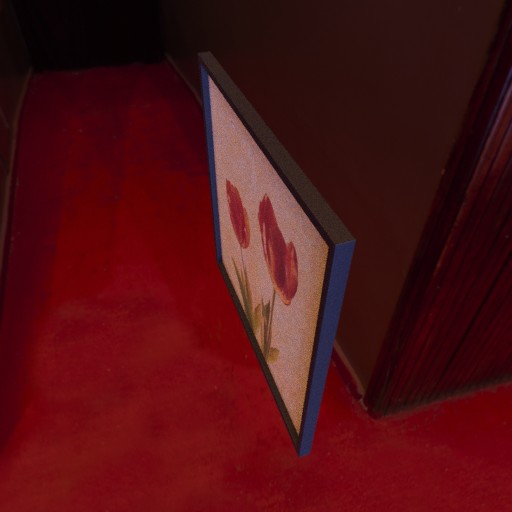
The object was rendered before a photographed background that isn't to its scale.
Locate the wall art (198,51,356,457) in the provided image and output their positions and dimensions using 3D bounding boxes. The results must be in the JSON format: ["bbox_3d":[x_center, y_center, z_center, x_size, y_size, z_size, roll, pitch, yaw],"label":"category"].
[{"bbox_3d":[0.000,0.000,1.214,0.043,0.807,0.805,-14,46,-14],"label":"wall art"}]
